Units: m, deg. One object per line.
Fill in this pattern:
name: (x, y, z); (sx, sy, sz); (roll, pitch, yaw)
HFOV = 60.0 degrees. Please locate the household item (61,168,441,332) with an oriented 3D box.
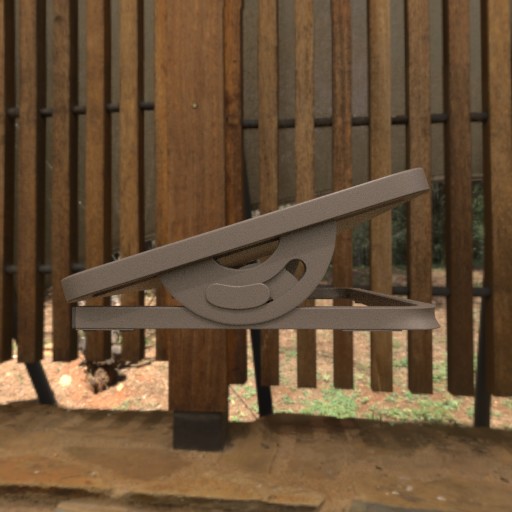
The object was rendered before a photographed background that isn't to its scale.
household item: (0.000, 0.000, 0.518); (0.301, 0.126, 0.390); (0, -2, 2)
